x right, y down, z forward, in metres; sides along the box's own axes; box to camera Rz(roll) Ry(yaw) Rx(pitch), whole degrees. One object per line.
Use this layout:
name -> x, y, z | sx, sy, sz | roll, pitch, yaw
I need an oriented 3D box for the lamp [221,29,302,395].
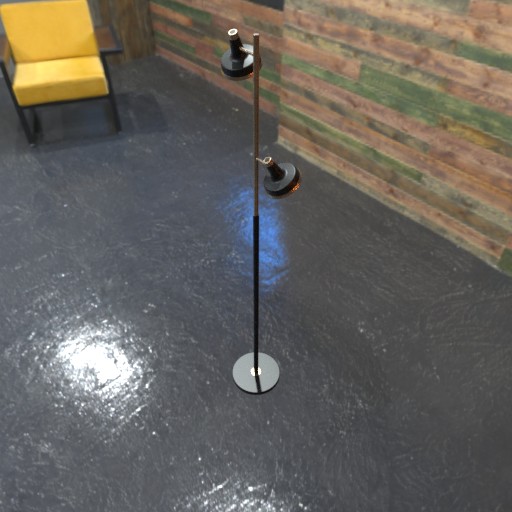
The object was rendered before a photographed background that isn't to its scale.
lamp -> 0.000, 0.000, 1.809 | 0.253, 1.674, 0.351 | -26, 48, -27
